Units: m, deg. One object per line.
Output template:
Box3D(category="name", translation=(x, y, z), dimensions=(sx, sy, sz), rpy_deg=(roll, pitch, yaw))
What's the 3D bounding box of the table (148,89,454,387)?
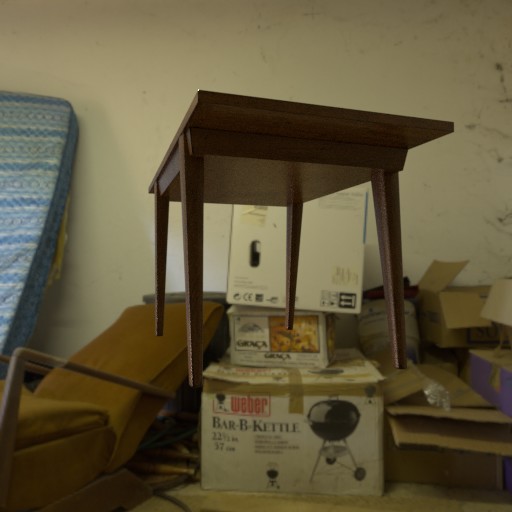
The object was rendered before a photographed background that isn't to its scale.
Box3D(category="table", translation=(0.000, 0.000, 1.834), dimensions=(0.757, 0.760, 1.400), rpy_deg=(0, -1, -18))
